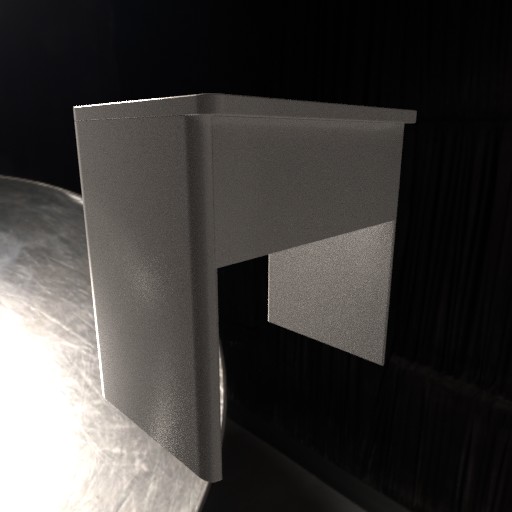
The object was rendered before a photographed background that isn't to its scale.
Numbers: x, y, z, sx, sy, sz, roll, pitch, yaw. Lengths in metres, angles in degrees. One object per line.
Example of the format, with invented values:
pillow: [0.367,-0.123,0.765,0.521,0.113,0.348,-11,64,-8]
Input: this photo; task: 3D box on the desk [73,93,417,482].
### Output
desk: [0.000,0.000,1.271,0.549,0.800,0.762,14,21,43]
